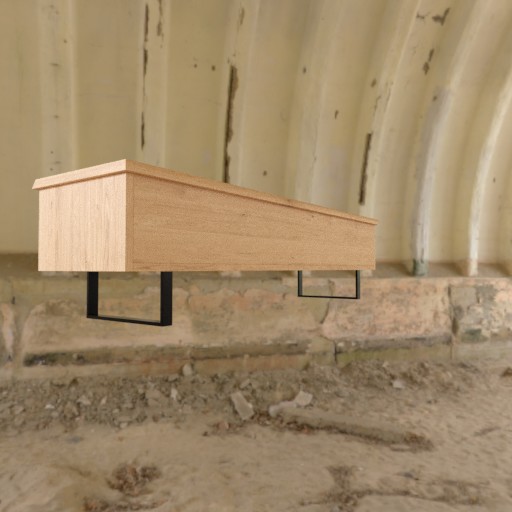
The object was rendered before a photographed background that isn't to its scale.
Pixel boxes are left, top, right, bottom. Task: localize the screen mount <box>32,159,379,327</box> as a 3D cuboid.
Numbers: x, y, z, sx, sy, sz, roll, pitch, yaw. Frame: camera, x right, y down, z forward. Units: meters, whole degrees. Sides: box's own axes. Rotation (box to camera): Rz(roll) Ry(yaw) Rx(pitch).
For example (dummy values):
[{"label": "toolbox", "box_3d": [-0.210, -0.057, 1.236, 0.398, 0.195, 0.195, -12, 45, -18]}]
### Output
[{"label": "screen mount", "box_3d": [0.000, 0.000, 1.897, 0.450, 0.430, 1.700, -1, -2, 36]}]
